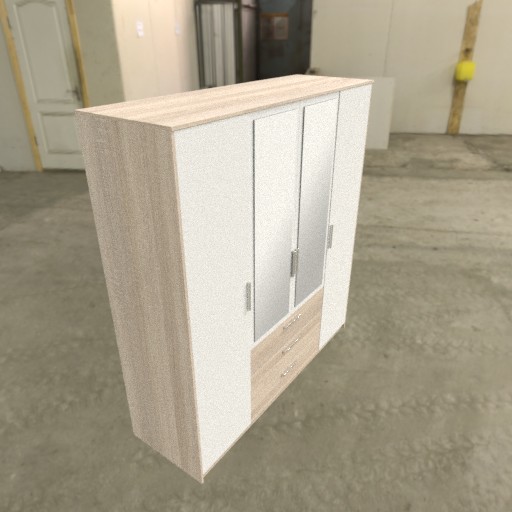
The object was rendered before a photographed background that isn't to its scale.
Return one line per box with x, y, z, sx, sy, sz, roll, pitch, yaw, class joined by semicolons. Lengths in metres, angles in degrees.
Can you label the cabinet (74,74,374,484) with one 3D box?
0.000;0.000;2.943;0.620;2.060;1.870;19;33;32;cabinet
